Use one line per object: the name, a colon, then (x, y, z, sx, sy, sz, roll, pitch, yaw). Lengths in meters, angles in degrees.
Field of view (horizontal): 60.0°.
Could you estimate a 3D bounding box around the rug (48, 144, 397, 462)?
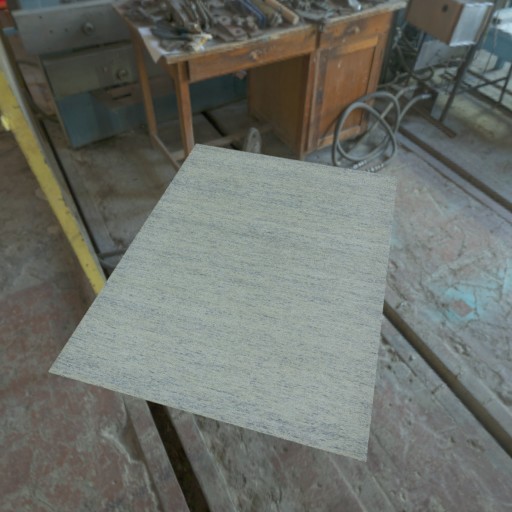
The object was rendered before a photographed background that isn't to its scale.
rug: (0.000, 0.000, 4.234, 2.438, 0.006, 3.197, 12, 49, 10)
